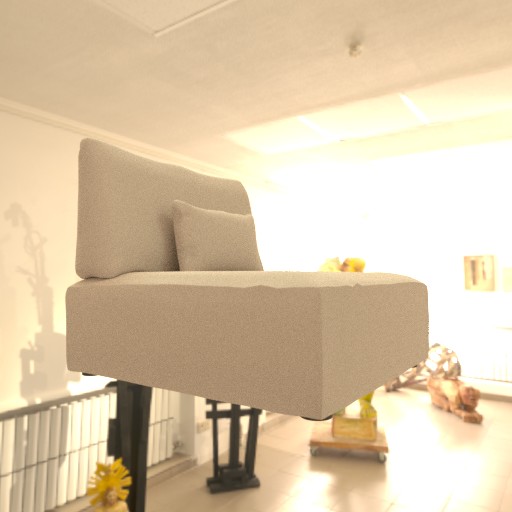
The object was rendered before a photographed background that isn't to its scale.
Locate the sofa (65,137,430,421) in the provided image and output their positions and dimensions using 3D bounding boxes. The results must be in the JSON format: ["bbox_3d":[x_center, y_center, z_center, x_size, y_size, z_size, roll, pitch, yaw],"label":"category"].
[{"bbox_3d":[0.000,0.000,1.644,1.000,0.828,0.935,-2,-3,35],"label":"sofa"}]
